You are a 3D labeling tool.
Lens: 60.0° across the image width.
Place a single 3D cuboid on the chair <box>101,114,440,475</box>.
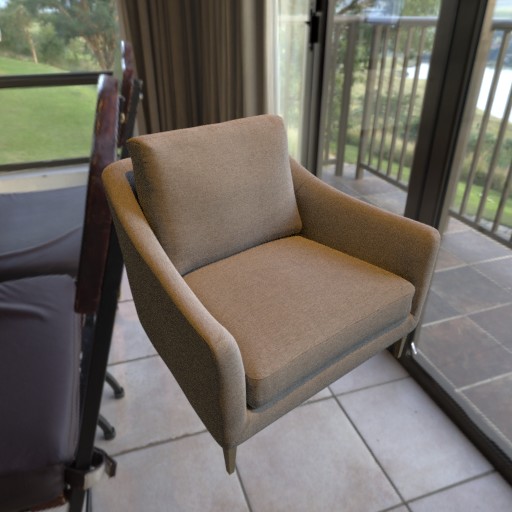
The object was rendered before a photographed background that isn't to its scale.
[{"bbox_3d":[0.000,0.000,1.707,0.986,0.902,0.961,-21,36,-32],"label":"chair"}]
